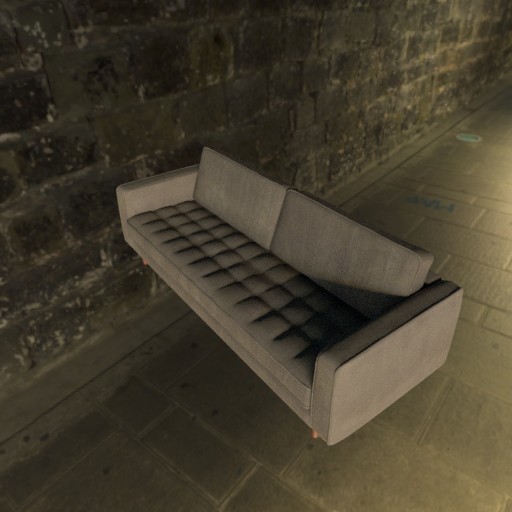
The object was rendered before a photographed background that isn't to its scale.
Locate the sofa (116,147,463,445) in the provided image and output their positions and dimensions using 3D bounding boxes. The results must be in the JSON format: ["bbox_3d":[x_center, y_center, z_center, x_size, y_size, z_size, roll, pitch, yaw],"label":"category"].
[{"bbox_3d":[0.000,0.000,2.795,0.923,0.813,2.295,-22,38,-30],"label":"sofa"}]
